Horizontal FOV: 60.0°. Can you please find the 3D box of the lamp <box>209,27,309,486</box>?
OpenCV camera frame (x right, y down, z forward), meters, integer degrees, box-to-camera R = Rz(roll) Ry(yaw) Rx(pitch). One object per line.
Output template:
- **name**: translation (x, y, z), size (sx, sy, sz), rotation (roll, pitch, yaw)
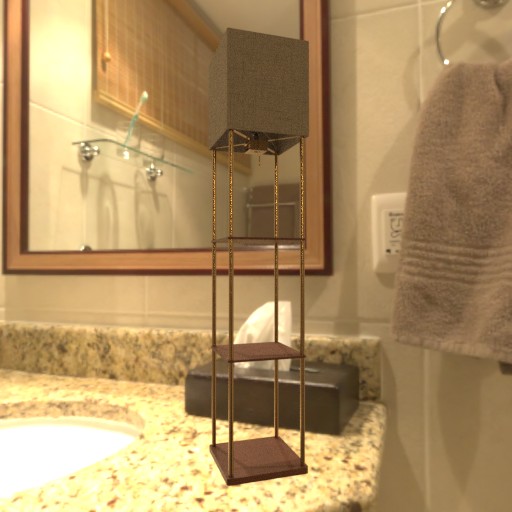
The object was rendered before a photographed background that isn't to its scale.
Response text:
- **lamp**: translation (0.000, 0.000, 1.707), size (0.308, 1.569, 0.310), rotation (0, -1, -18)
